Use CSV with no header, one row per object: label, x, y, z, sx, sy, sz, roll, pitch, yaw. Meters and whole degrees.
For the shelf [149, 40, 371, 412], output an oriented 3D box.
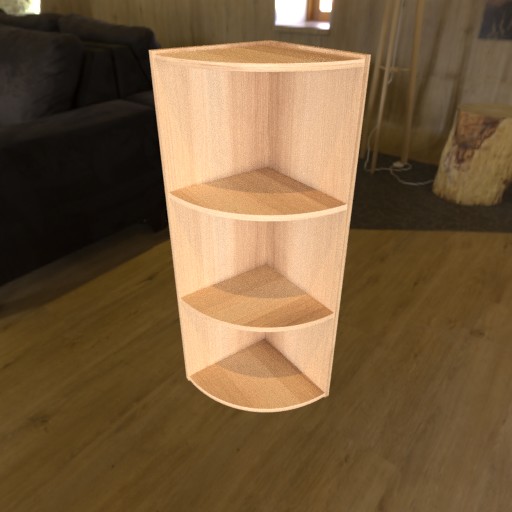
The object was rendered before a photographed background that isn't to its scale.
shelf,0.000,0.000,1.037,0.290,0.872,0.290,-21,37,-30
